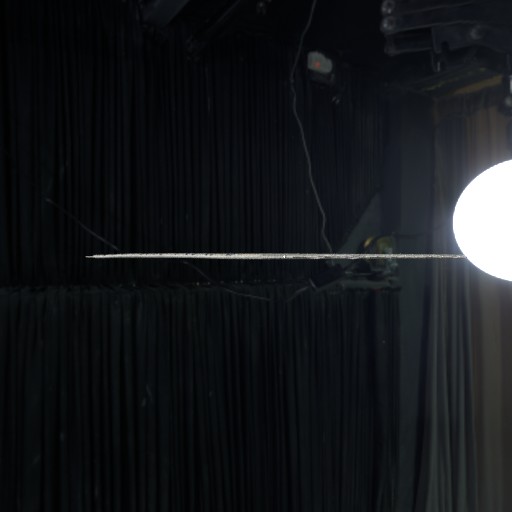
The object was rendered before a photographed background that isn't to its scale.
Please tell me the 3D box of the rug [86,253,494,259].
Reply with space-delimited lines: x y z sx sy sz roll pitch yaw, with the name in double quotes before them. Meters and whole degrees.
"rug" 0.000 0.000 3.200 1.664 0.029 2.615 0 0 -37
